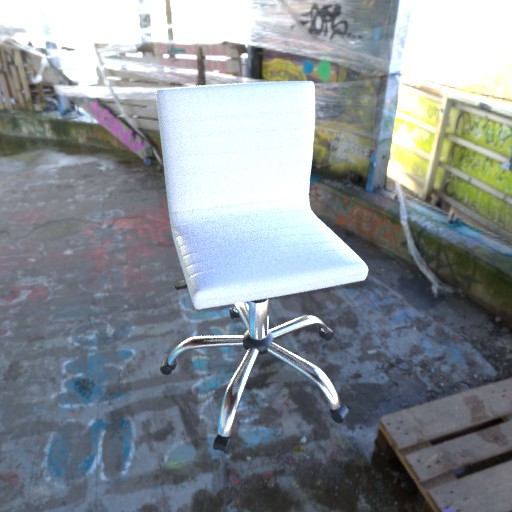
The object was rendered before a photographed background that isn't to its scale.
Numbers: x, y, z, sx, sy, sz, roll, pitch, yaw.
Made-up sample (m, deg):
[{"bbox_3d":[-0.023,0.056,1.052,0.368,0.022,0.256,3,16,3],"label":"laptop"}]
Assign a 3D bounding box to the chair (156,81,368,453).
[{"bbox_3d":[0.000,0.000,1.129,0.556,0.780,0.530,-9,32,-14],"label":"chair"}]
